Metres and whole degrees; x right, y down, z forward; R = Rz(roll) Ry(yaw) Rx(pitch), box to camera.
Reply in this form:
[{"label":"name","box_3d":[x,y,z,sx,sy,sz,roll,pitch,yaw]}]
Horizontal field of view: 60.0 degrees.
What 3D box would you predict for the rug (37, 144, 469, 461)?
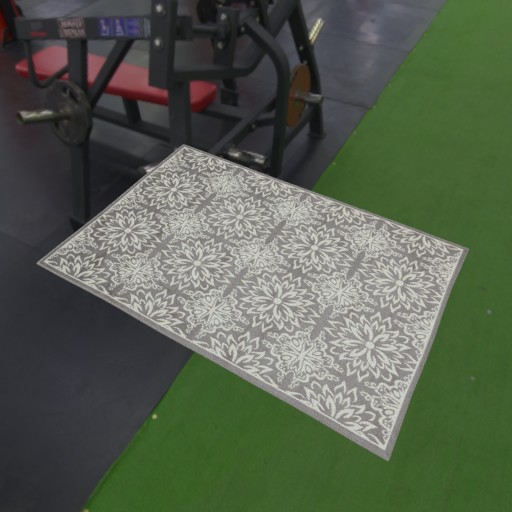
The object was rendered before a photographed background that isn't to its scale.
[{"label":"rug","box_3d":[0.000,0.000,2.267,1.847,0.012,1.224,24,52,20]}]
